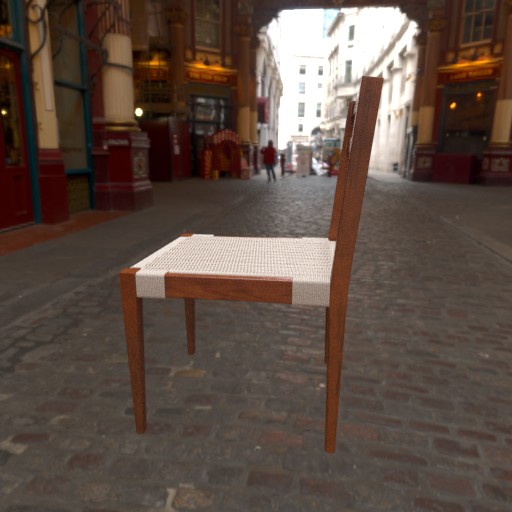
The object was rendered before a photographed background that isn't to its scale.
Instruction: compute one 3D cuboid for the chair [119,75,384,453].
[{"bbox_3d":[0.000,0.000,1.225,0.569,0.851,0.495,2,14,8],"label":"chair"}]
